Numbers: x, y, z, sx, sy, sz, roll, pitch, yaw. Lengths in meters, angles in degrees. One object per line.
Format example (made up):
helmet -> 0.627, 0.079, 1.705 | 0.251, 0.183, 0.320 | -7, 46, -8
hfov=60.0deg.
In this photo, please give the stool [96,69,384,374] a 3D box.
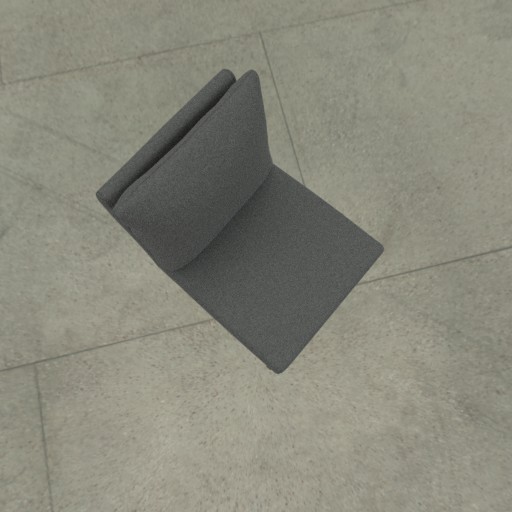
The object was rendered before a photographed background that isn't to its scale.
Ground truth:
stool -> 0.000, 0.000, 1.377 | 0.569, 1.030, 0.463 | 40, 79, 9
